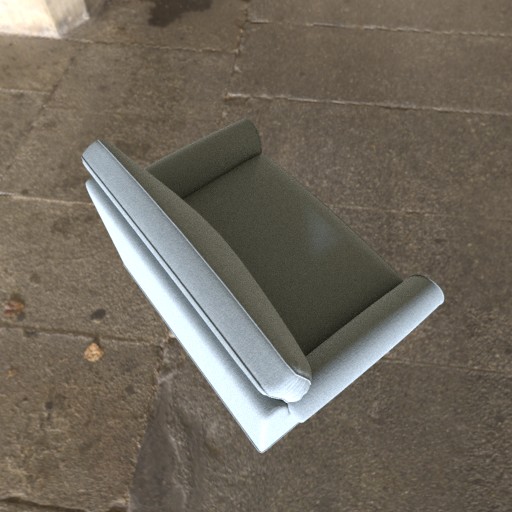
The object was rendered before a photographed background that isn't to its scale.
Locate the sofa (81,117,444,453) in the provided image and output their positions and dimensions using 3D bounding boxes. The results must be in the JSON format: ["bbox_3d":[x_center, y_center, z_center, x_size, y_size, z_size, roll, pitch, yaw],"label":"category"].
[{"bbox_3d":[0.000,0.000,2.061,0.940,0.953,1.410,-33,63,-19],"label":"sofa"}]
